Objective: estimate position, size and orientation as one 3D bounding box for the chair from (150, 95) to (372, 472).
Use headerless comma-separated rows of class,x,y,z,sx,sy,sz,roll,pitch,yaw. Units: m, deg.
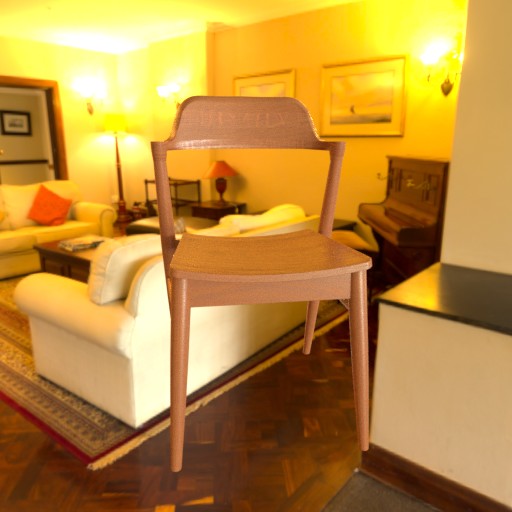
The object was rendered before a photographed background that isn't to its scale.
chair,0.000,0.000,1.109,0.496,0.801,0.499,-2,15,-9
